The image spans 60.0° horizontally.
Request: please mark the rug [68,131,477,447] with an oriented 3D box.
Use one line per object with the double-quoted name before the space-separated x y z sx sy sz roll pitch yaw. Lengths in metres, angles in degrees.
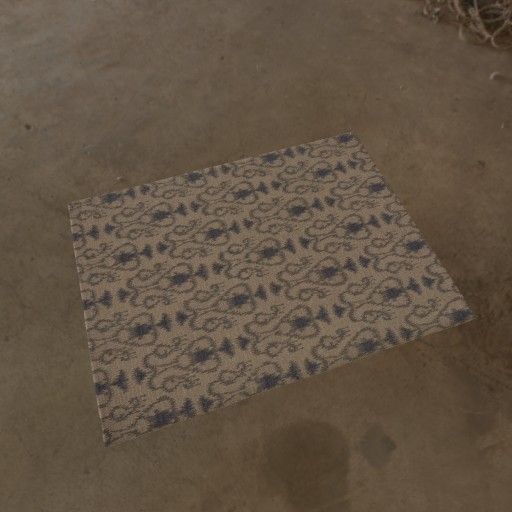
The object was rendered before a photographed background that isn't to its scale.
"rug" 0.000 0.000 4.149 3.205 0.015 2.437 -16 59 -10
